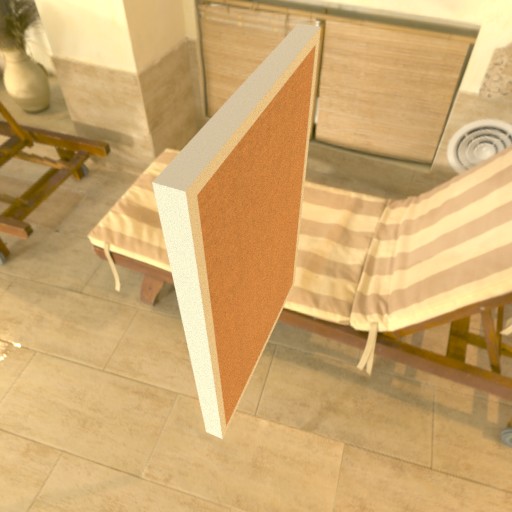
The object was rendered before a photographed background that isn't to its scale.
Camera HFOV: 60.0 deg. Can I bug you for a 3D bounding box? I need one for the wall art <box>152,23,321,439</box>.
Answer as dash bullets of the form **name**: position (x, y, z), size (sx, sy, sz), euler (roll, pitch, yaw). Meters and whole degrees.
- **wall art**: position (0.000, 0.000, 0.535), size (0.025, 0.428, 0.293), euler (17, 50, 15)
